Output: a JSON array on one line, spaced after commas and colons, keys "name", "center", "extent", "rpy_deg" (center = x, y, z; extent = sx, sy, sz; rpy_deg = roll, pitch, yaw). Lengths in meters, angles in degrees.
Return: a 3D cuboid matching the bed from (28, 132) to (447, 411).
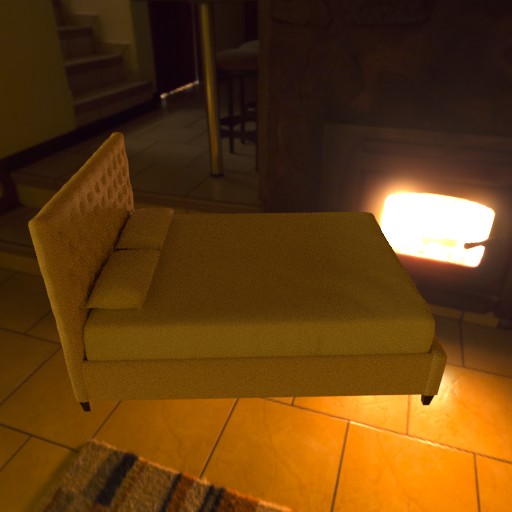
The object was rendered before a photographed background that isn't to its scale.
[{"name": "bed", "center": [0.000, 0.000, 3.325], "extent": [2.387, 1.427, 1.698], "rpy_deg": [-1, 31, -1]}]
